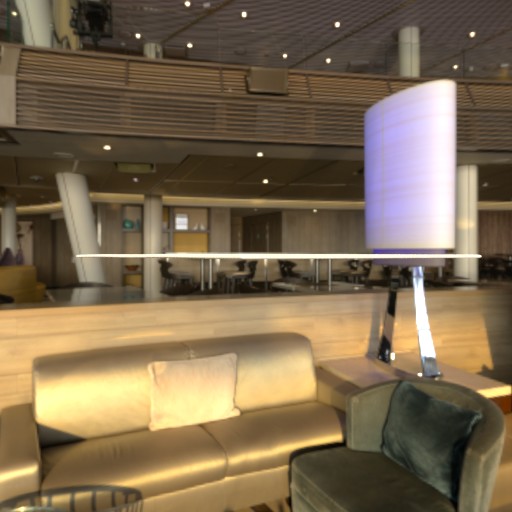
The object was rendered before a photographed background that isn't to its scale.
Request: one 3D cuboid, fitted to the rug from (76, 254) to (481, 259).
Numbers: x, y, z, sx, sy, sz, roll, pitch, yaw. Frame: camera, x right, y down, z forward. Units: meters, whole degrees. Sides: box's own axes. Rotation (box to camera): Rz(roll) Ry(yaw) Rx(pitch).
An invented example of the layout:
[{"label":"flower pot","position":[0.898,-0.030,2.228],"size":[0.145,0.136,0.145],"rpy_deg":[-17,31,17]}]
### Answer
[{"label":"rug","position":[0.000,0.000,4.207],"size":[2.462,0.030,3.066],"rpy_deg":[0,0,-37]}]
